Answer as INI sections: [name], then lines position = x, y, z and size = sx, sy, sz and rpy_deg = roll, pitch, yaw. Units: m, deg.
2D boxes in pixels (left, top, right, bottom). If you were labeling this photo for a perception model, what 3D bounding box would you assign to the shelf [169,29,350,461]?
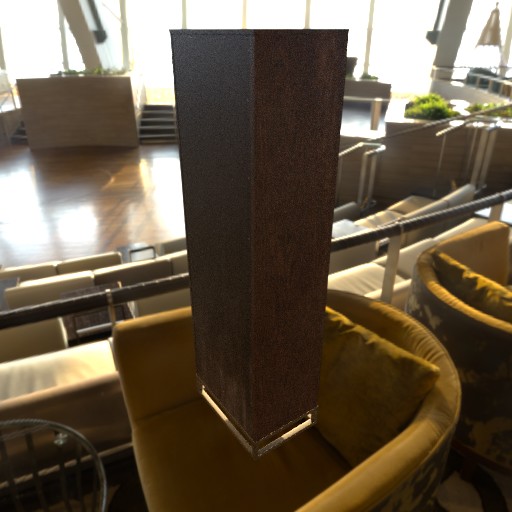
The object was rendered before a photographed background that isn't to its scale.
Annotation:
[shelf]
position = 0.000, 0.000, 1.899
size = 0.395, 1.732, 0.539
rpy_deg = -18, 32, -31
